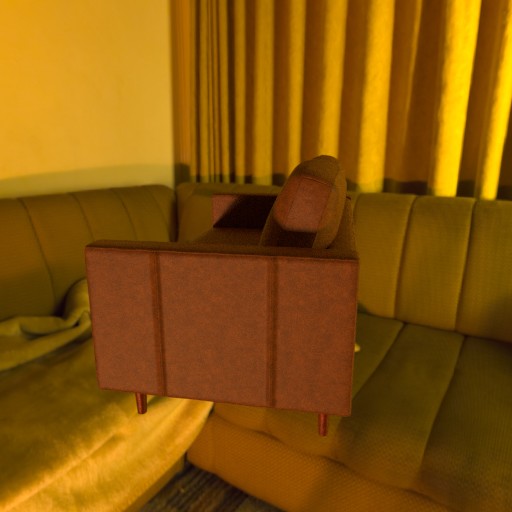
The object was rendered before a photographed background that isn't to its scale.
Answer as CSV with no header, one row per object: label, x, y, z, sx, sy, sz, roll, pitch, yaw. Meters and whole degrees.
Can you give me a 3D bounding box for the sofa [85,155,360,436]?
sofa,0.000,0.000,2.148,0.909,0.951,1.578,3,15,10
